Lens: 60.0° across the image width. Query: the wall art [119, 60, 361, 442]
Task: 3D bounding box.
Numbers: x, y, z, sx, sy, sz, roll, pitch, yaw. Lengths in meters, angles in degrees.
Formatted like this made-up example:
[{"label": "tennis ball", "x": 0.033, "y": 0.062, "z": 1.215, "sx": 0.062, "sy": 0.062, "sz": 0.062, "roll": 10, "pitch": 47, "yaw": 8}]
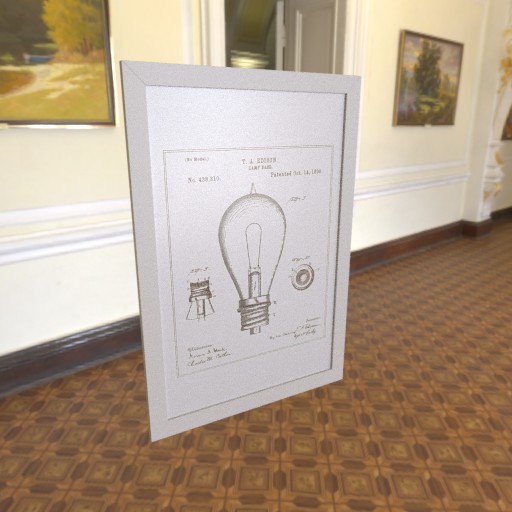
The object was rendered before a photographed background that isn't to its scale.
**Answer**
[{"label": "wall art", "x": 0.000, "y": 0.000, "z": 0.608, "sx": 0.325, "sy": 0.474, "sz": 0.010, "roll": -9, "pitch": 19, "yaw": -27}]
